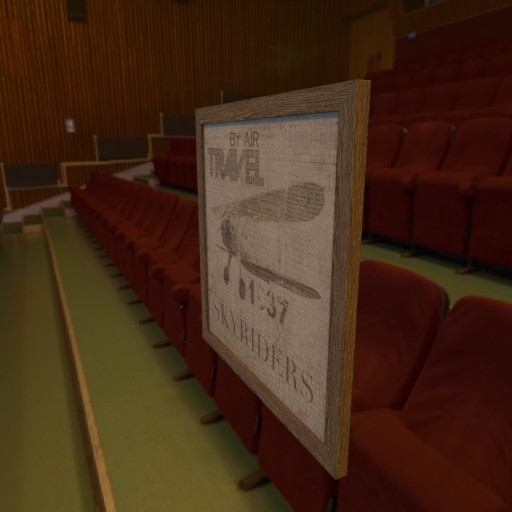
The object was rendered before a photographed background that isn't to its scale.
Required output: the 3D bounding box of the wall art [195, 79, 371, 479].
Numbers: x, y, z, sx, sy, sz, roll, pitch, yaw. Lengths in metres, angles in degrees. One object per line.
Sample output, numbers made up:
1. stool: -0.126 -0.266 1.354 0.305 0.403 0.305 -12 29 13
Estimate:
1. wall art: 0.000 0.000 0.760 0.019 0.508 0.508 -7 16 -26
